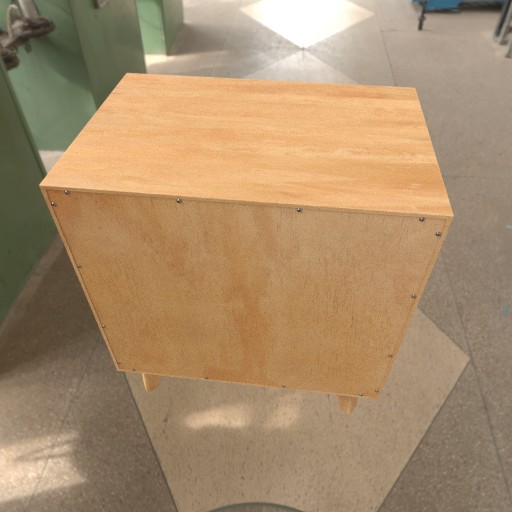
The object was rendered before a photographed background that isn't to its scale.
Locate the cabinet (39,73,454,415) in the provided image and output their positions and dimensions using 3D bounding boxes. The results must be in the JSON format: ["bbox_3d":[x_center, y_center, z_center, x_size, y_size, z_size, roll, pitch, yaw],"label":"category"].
[{"bbox_3d":[0.000,0.000,0.933,0.551,0.599,0.394,5,45,5],"label":"cabinet"}]
